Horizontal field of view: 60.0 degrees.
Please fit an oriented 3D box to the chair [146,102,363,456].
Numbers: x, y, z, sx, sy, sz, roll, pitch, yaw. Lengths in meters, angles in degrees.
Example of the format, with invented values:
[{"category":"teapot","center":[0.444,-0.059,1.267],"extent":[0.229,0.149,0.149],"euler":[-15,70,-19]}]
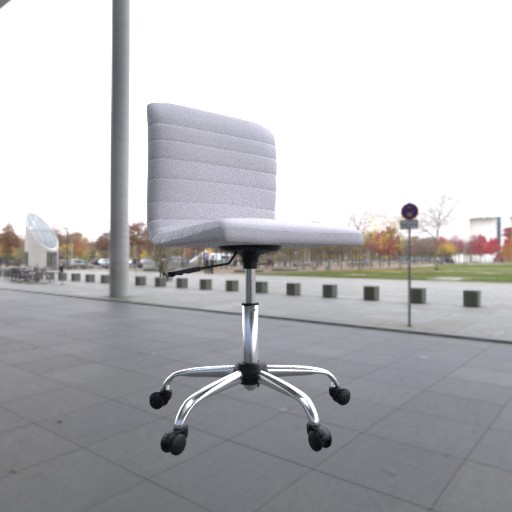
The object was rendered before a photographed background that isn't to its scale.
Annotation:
[{"category":"chair","center":[0.000,0.000,1.026],"extent":[0.520,0.750,0.455],"euler":[0,0,-36]}]
